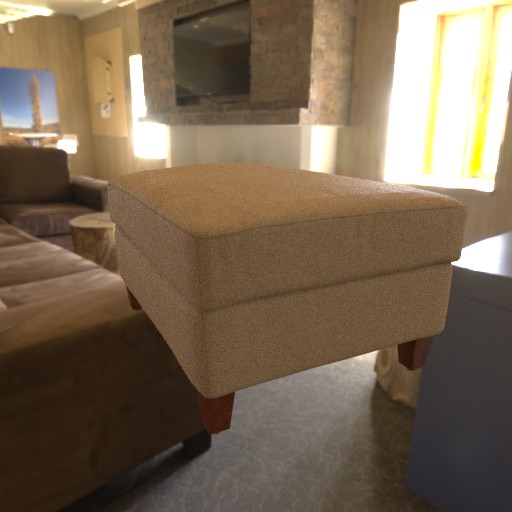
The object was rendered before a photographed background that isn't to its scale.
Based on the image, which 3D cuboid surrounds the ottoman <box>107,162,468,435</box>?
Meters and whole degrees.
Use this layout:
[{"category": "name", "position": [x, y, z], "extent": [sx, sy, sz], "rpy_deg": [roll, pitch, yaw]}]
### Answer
[{"category": "ottoman", "position": [0.000, 0.000, 1.308], "extent": [0.692, 0.511, 0.902], "rpy_deg": [-8, 18, -26]}]
